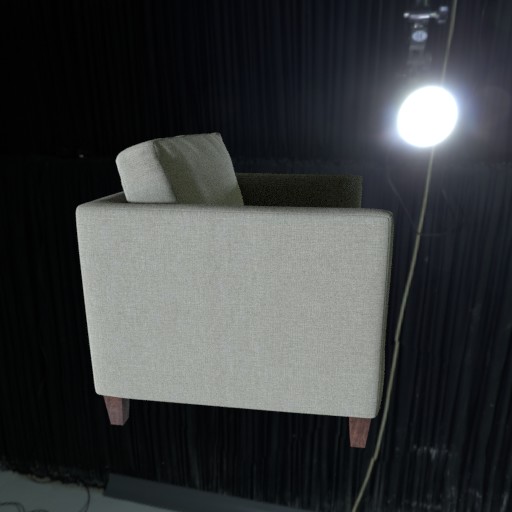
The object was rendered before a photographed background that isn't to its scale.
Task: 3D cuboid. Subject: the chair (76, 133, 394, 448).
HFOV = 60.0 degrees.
[{"bbox_3d":[0.000,0.000,1.811,0.959,0.963,1.107,2,16,8],"label":"chair"}]
